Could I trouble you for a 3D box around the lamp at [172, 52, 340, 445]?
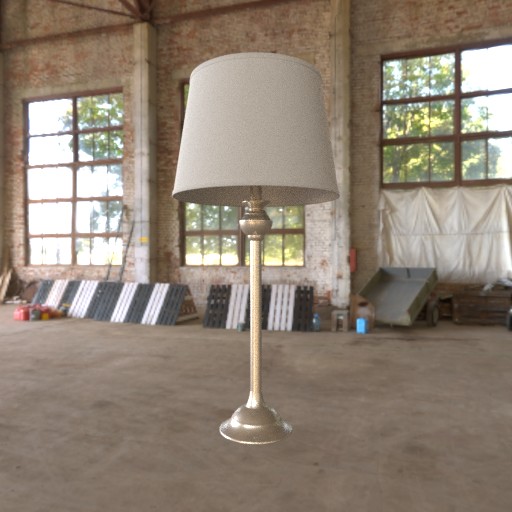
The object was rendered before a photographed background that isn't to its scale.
[{"bbox_3d":[0.000,0.000,0.890,0.331,0.698,0.331,0,0,0],"label":"lamp"}]
